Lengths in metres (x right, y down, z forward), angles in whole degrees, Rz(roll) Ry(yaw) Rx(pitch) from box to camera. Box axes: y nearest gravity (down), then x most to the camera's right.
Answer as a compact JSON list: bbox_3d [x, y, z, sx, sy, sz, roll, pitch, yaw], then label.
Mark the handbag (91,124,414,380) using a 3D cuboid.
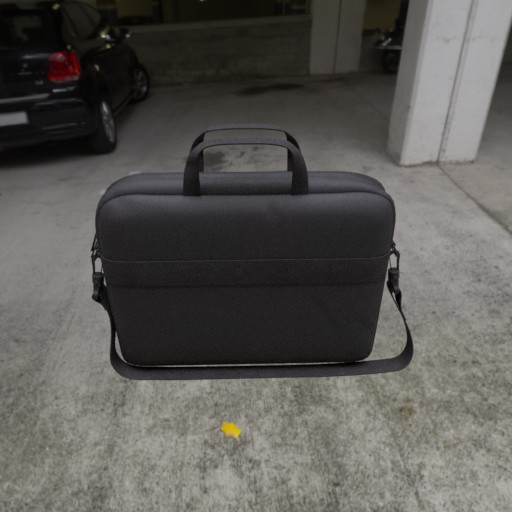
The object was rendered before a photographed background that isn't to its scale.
[{"bbox_3d":[0.000,0.000,0.431,0.320,0.244,0.089,-1,31,-1],"label":"handbag"}]
